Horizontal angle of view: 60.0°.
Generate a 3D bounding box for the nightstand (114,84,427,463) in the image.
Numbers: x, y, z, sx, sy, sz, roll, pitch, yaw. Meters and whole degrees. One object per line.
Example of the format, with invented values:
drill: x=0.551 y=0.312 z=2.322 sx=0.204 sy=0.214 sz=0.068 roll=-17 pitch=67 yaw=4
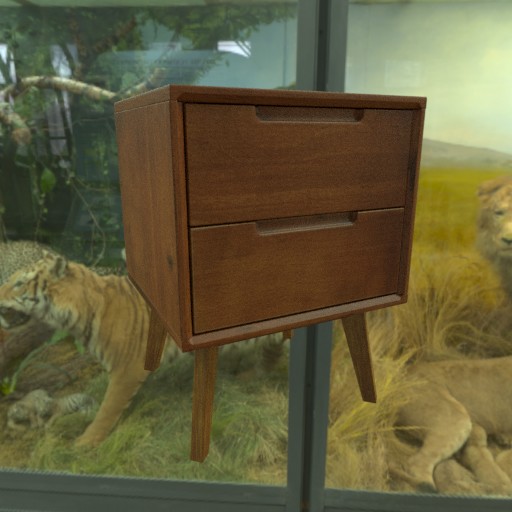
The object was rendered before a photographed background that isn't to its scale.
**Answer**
nightstand: x=0.000 y=0.000 z=0.929 sx=0.460 sy=0.618 sz=0.411 roll=-8 pitch=17 yaw=-26
